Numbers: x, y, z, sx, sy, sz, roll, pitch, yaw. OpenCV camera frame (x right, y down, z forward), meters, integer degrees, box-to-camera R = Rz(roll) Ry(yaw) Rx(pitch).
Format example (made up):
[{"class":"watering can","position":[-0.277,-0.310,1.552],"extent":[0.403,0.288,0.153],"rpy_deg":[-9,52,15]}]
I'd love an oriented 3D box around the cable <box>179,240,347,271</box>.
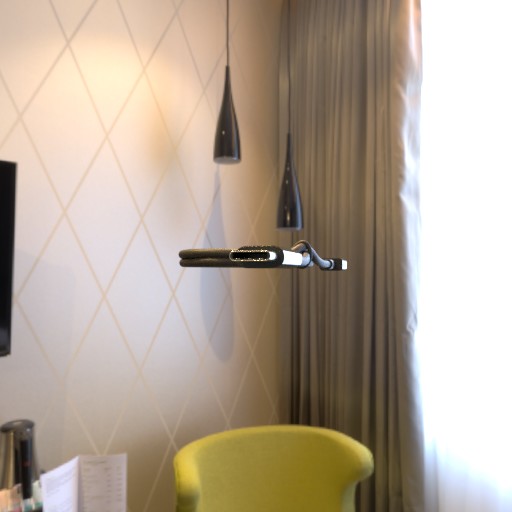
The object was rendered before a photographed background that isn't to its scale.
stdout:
[{"class":"cable","position":[0.000,0.000,0.213],"extent":[0.070,0.014,0.192],"rpy_deg":[-1,-2,17]}]
